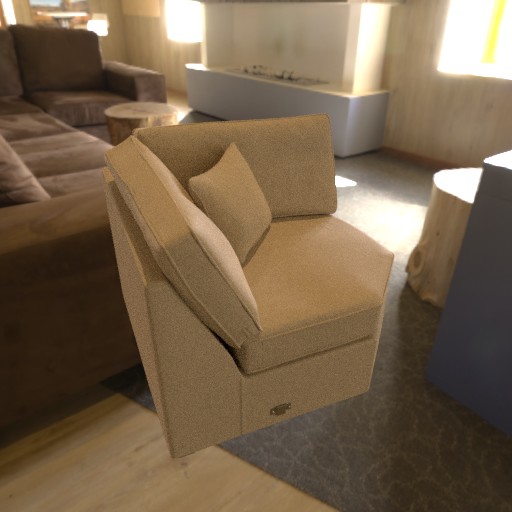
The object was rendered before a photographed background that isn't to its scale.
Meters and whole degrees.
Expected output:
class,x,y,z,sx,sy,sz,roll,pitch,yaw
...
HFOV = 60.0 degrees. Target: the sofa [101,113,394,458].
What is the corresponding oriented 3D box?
class,x,y,z,sx,sy,sz,roll,pitch,yaw
sofa,0.000,0.000,1.821,1.042,0.937,1.050,-11,32,-19
